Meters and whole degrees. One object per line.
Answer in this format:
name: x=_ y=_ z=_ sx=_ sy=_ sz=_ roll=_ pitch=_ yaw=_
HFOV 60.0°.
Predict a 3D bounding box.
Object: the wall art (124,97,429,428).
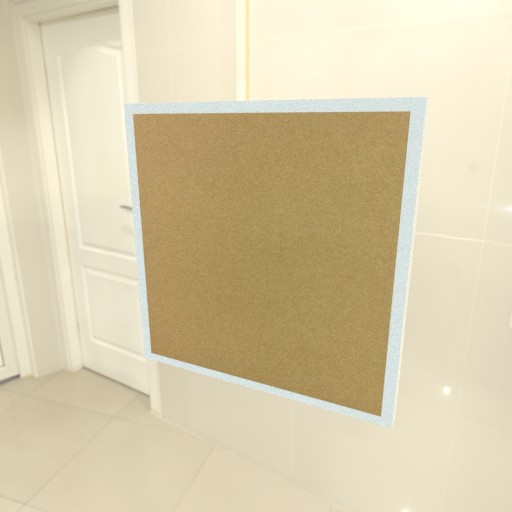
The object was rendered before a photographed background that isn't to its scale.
wall art: x=0.000 y=0.000 z=0.464 sx=0.307 sy=0.307 sz=0.020 roll=8 pitch=19 yaw=25
